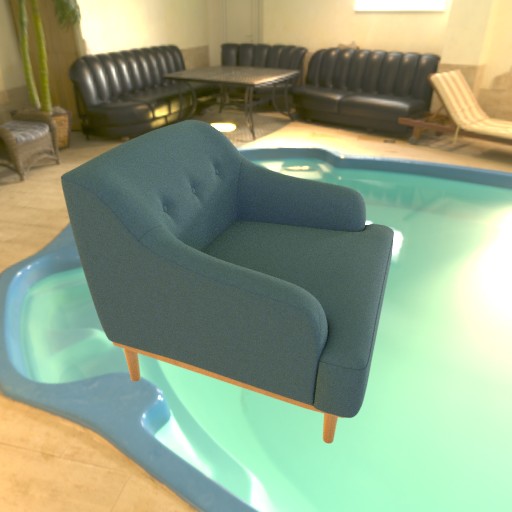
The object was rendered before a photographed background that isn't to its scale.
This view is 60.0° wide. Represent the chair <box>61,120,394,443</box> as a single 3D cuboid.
[{"bbox_3d":[0.000,0.000,1.657,0.951,0.818,0.946,10,31,17],"label":"chair"}]
